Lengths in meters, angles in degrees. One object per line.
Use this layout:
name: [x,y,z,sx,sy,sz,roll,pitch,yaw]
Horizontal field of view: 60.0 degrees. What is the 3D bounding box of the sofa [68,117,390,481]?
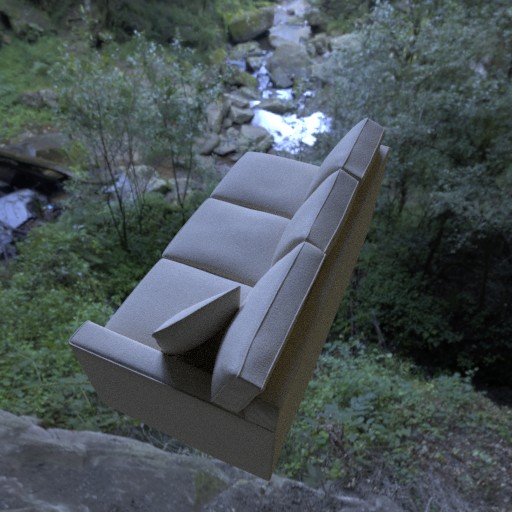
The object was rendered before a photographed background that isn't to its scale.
sofa: [0.000,0.000,2.568,1.034,0.946,1.963,18,49,16]
